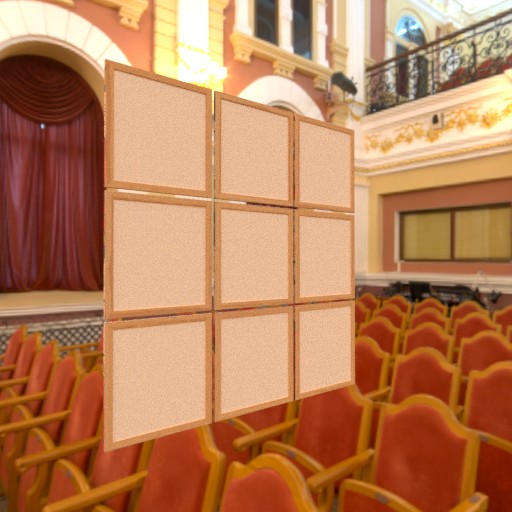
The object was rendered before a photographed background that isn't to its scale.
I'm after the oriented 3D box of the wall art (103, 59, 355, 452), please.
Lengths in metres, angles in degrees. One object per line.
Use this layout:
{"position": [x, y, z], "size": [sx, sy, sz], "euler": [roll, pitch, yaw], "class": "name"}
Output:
{"position": [0.000, 0.000, 2.207], "size": [1.519, 1.534, 0.013], "euler": [0, -1, -39], "class": "wall art"}
